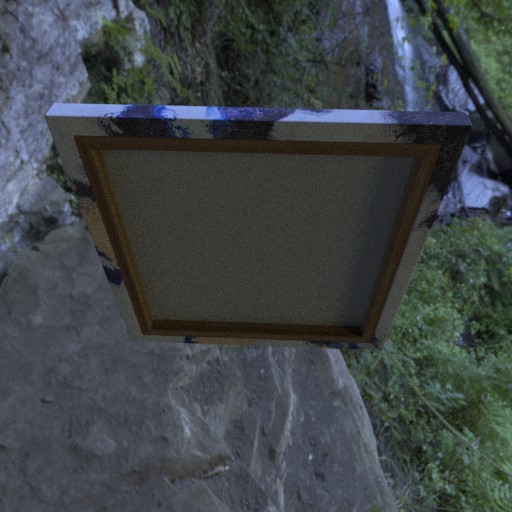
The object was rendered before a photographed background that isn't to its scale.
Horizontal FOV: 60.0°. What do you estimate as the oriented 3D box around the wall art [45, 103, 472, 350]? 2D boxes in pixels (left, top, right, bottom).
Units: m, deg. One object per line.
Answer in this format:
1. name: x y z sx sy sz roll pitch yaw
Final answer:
1. wall art: 0.000 0.000 0.863 0.609 0.609 0.039 2 48 2
